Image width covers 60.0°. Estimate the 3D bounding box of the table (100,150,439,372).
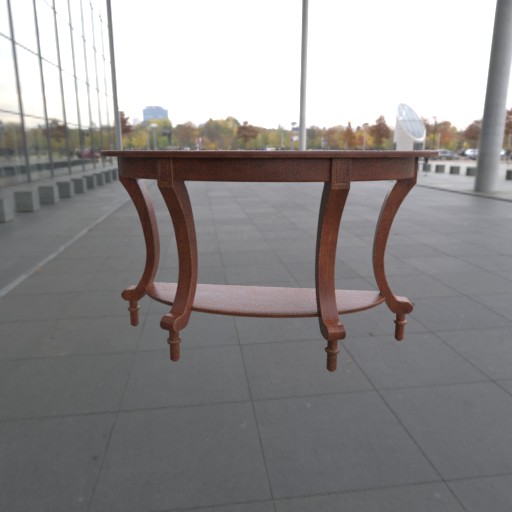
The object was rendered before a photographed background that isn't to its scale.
[{"bbox_3d":[0.000,0.000,1.510,1.198,0.699,0.394,2,14,8],"label":"table"}]
